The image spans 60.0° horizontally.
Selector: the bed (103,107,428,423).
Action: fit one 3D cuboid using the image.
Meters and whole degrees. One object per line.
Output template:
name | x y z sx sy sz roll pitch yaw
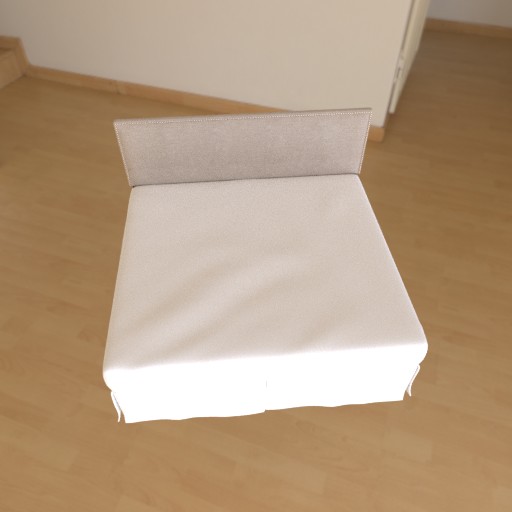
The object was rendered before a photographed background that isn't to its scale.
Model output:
bed | 0.000 0.000 3.390 2.170 1.346 1.914 -4 47 -4
